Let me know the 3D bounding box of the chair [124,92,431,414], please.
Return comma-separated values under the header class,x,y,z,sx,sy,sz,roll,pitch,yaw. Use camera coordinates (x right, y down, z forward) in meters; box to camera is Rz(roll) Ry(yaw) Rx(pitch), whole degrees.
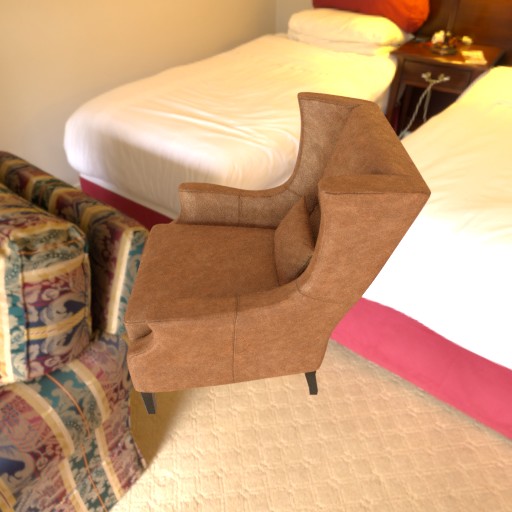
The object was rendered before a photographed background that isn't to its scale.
class,x,y,z,sx,sy,sz,roll,pitch,yaw
chair,0.000,0.000,1.713,0.926,1.016,0.853,0,39,0
